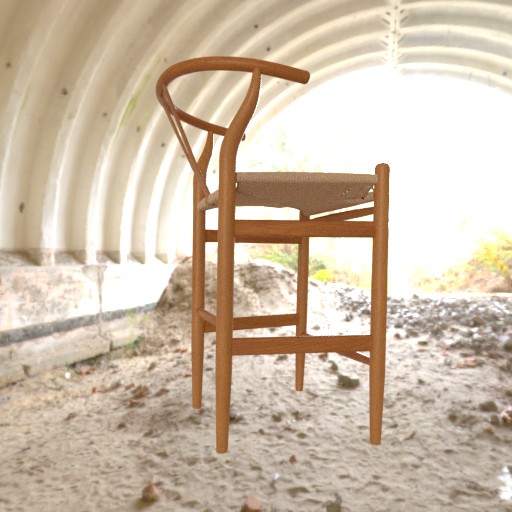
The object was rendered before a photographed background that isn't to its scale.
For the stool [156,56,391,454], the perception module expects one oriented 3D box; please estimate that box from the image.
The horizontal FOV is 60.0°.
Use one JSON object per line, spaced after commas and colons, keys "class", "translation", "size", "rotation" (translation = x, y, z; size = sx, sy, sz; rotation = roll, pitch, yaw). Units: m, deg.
{"class": "stool", "translation": [0.000, 0.000, 1.308], "size": [0.579, 0.970, 0.569], "rotation": [0, -1, -18]}
